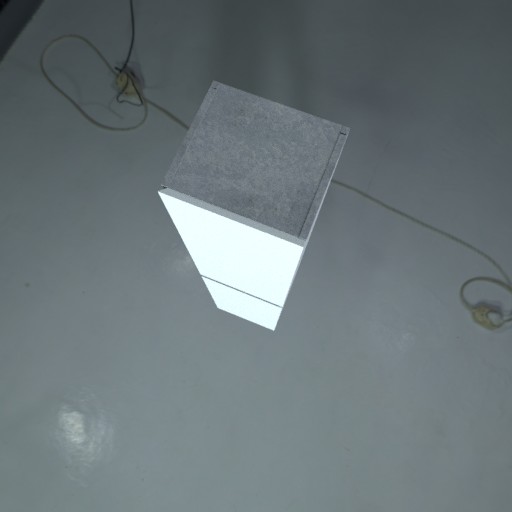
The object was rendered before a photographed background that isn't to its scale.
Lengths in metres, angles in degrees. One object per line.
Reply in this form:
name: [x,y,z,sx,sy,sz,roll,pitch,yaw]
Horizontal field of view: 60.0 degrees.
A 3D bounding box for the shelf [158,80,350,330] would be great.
shelf: [0.000,0.000,1.547,0.300,1.400,0.270,21,75,6]
